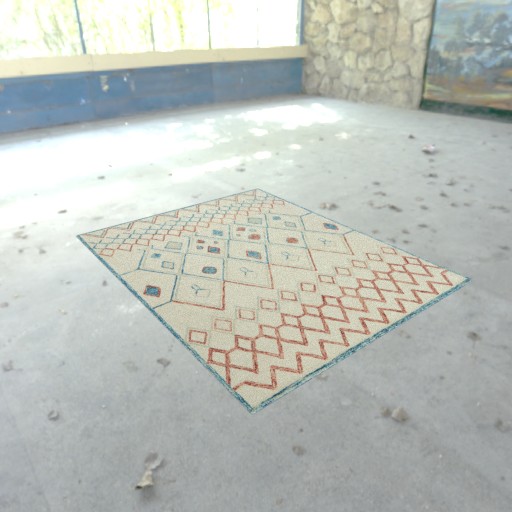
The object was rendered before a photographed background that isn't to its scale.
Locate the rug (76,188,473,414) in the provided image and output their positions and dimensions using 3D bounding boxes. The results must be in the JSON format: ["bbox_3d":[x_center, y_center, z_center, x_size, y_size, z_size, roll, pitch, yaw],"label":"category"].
[{"bbox_3d":[0.000,0.000,4.272,2.441,0.016,3.050,-20,34,-33],"label":"rug"}]
